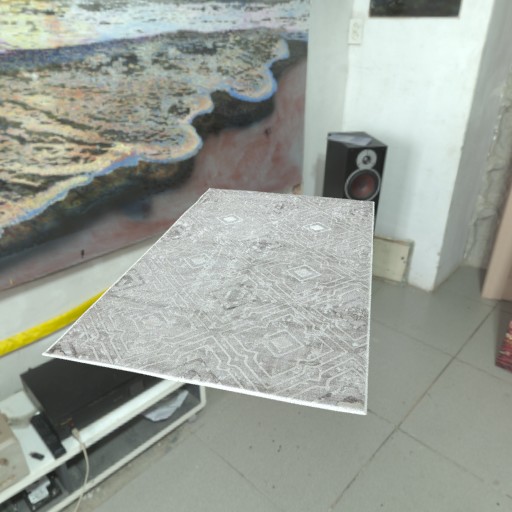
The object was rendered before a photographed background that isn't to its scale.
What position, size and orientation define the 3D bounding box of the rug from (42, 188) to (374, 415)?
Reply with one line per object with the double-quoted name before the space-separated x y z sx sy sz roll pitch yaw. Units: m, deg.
"rug" 0.000 0.000 3.012 1.537 0.036 2.447 7 29 12
